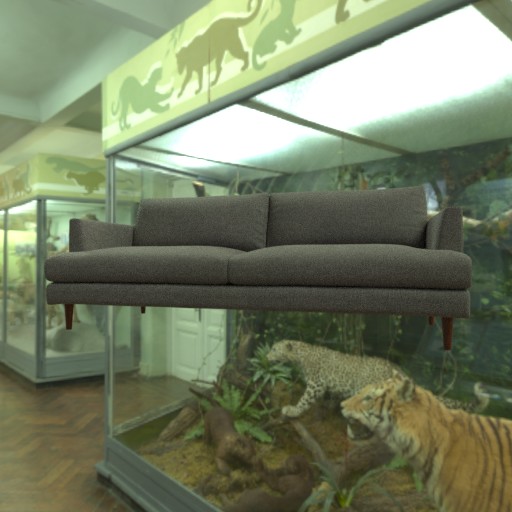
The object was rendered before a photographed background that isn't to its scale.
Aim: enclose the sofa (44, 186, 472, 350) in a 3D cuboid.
[{"bbox_3d":[0.000,0.000,2.704,2.250,0.868,1.020,0,-1,17],"label":"sofa"}]
